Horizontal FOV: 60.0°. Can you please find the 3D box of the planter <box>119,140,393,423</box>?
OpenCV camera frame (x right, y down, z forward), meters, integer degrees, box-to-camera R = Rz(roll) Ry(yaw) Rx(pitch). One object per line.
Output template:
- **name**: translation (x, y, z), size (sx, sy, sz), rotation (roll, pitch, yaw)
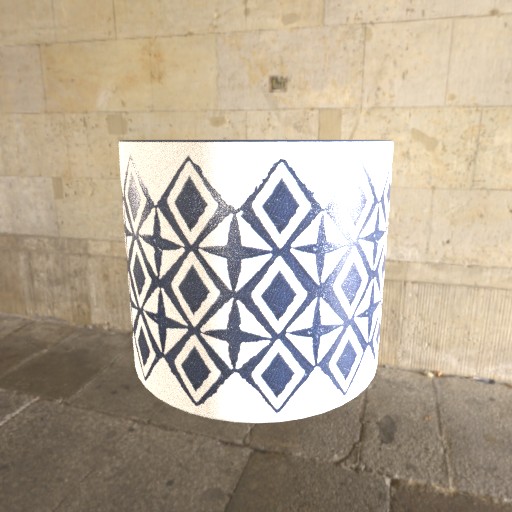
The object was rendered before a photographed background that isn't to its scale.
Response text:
- **planter**: translation (0.000, 0.000, 0.284), size (0.159, 0.144, 0.159), rotation (0, 15, 0)
